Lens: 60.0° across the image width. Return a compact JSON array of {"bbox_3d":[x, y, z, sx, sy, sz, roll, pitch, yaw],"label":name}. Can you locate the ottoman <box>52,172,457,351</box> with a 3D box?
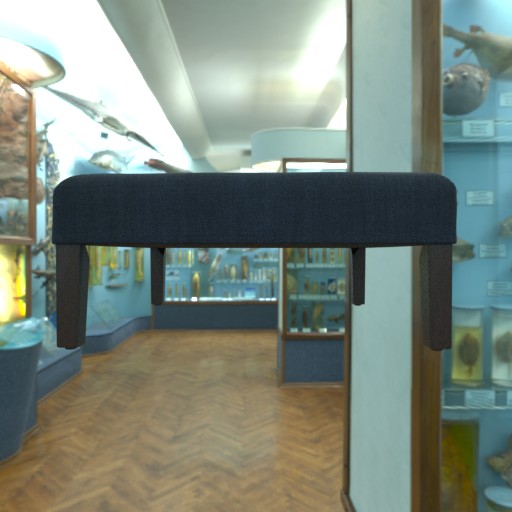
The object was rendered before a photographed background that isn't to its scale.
[{"bbox_3d":[0.000,0.000,1.404,0.889,0.411,0.890,0,0,1],"label":"ottoman"}]
